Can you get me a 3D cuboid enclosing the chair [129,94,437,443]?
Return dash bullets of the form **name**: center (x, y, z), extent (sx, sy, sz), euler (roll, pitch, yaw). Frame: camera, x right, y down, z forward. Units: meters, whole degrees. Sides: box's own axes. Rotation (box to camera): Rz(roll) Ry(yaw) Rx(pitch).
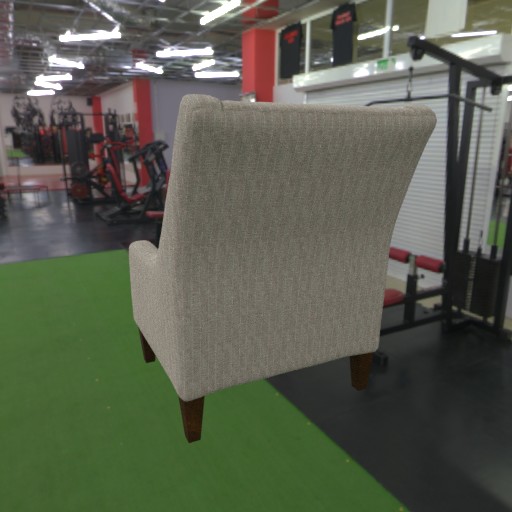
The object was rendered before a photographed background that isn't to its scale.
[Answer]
- **chair**: center (0.000, 0.000, 1.604), extent (0.774, 1.014, 0.870), euler (-7, 16, -26)
